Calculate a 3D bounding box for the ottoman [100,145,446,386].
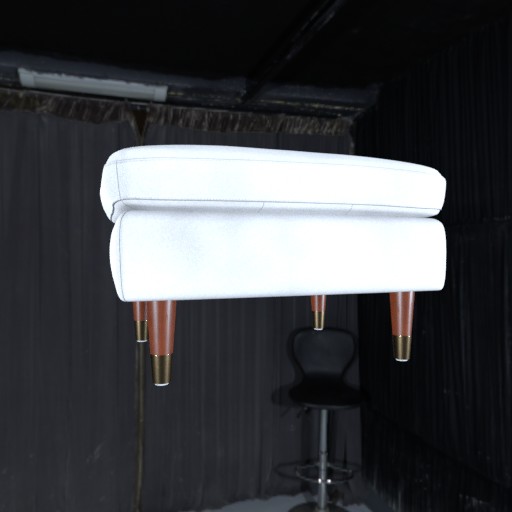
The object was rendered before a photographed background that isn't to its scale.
[{"bbox_3d":[0.000,0.000,1.129,0.747,0.478,0.593,0,1,-19],"label":"ottoman"}]
